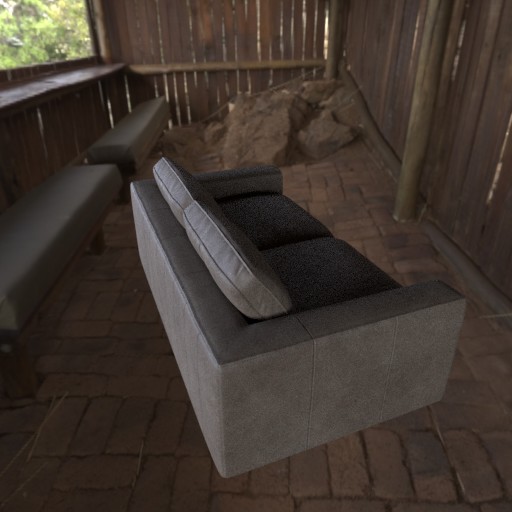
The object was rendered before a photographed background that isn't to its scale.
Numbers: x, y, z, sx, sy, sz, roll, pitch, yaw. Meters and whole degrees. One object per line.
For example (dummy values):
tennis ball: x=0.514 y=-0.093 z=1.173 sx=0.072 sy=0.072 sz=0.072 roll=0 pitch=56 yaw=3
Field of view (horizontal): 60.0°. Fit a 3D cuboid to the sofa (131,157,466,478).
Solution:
sofa: x=0.000 y=0.000 z=2.409 sx=1.070 sy=0.800 sz=1.920 roll=-11 pitch=30 yaw=-19
